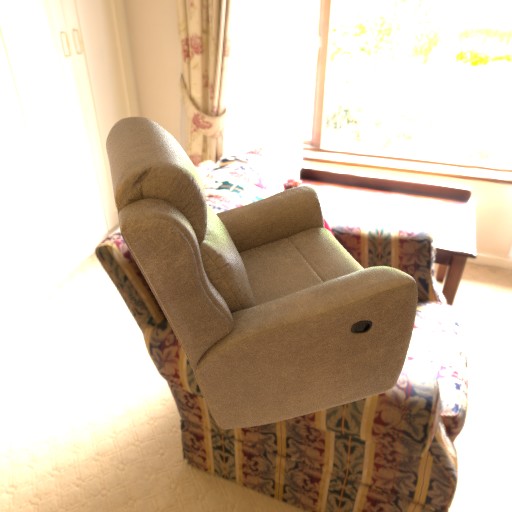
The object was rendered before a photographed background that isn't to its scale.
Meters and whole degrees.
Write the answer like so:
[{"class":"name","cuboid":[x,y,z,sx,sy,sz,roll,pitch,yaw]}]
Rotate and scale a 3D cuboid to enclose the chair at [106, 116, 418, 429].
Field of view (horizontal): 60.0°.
[{"class":"chair","cuboid":[0.000,0.000,1.910,1.068,1.116,0.965,-10,33,-16]}]
